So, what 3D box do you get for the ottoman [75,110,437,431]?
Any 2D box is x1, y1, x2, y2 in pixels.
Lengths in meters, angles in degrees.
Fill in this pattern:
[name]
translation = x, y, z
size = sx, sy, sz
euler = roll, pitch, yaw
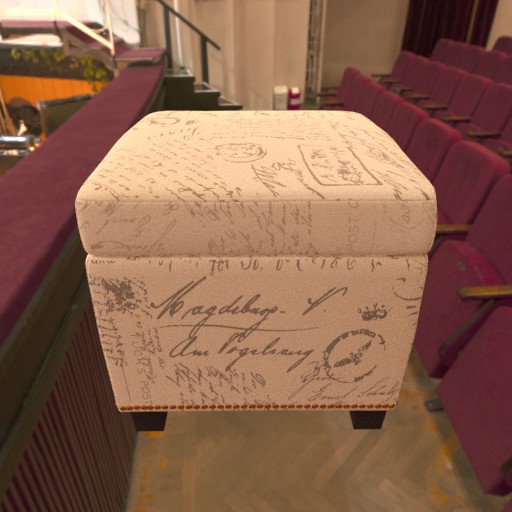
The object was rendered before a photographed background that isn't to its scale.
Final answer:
[ottoman]
translation = 0.000, 0.000, 0.806
size = 0.450, 0.457, 0.449
euler = 0, 30, -1
